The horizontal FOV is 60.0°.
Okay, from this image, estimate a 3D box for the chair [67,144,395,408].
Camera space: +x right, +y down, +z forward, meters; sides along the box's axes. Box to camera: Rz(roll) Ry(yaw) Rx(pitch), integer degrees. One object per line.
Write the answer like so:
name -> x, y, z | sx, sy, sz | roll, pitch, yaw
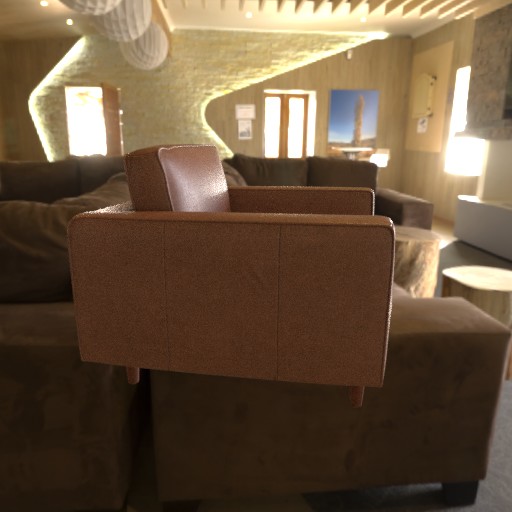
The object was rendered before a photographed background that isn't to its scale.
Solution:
chair -> 0.000, 0.000, 1.578 | 0.900, 0.770, 0.920 | 3, 15, 10
